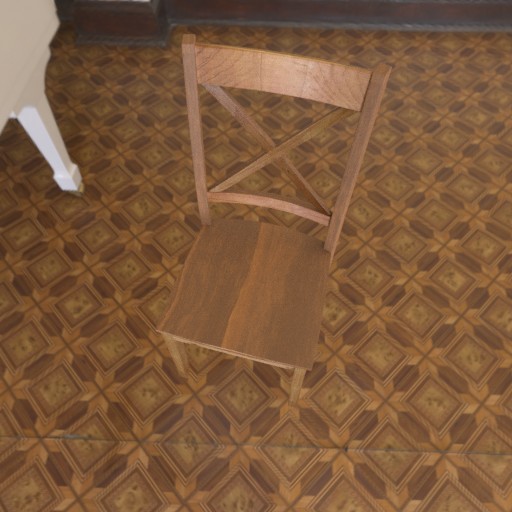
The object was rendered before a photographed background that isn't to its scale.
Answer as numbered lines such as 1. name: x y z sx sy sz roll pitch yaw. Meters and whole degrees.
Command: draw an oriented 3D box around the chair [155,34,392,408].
1. chair: 0.000 0.000 1.287 0.485 0.983 0.542 13 58 8
